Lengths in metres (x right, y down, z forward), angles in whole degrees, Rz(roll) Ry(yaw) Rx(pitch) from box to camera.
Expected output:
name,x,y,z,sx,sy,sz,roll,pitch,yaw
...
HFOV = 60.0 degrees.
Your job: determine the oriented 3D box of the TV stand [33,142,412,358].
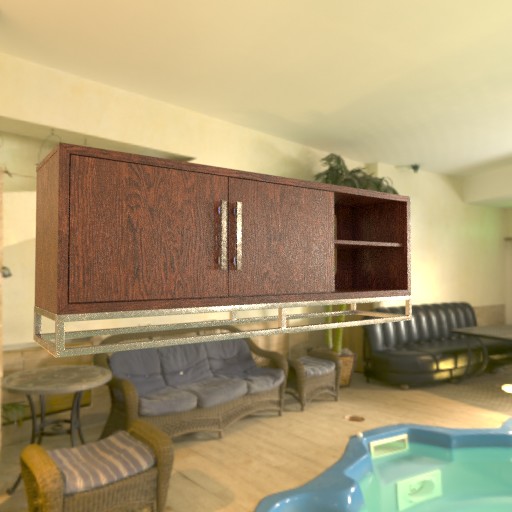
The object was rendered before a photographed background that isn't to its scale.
name,x,y,z,sx,sy,sz,roll,pitch,yaw
TV stand,0.000,0.000,1.770,1.541,0.578,0.382,1,-2,-35
